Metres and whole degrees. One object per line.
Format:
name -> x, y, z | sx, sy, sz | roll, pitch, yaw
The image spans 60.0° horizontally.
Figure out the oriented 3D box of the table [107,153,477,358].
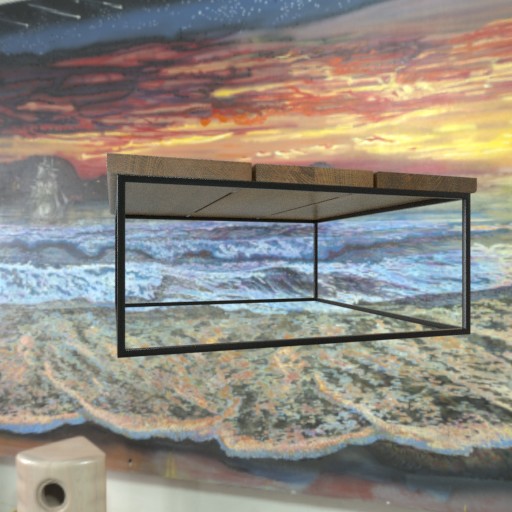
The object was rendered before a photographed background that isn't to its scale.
table -> 0.000, 0.000, 1.426 | 0.900, 0.400, 0.900 | 0, 0, -18
